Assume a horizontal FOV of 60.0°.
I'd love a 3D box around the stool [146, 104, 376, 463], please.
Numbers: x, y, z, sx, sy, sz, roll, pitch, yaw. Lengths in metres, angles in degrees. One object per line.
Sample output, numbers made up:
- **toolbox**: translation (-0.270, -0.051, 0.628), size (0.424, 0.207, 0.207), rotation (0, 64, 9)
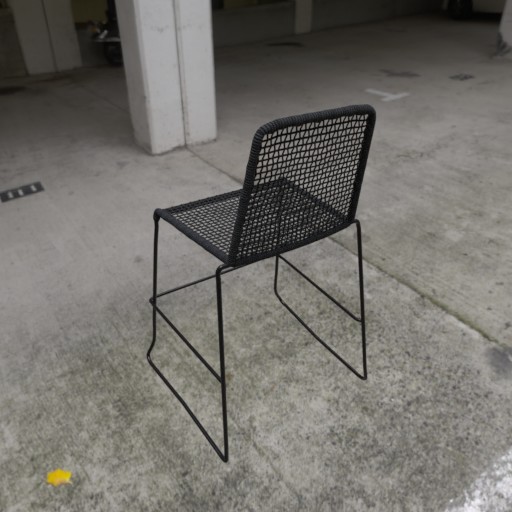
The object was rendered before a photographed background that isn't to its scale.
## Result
- **stool**: translation (0.000, 0.000, 1.271), size (0.590, 0.905, 0.509), rotation (-19, 37, -28)
